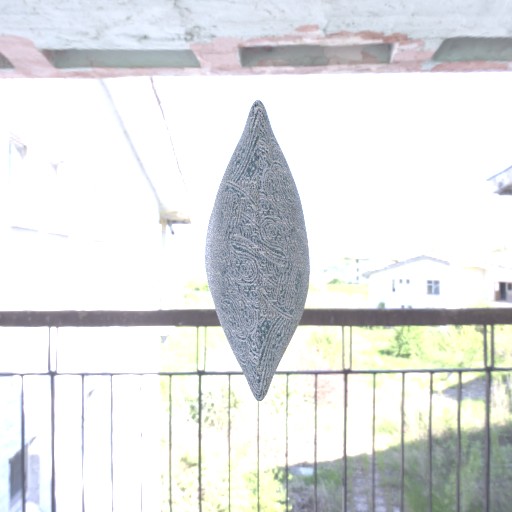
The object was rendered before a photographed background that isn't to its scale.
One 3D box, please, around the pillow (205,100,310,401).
[{"bbox_3d":[0.000,0.000,0.732,0.151,0.295,0.615,0,-1,0],"label":"pillow"}]
